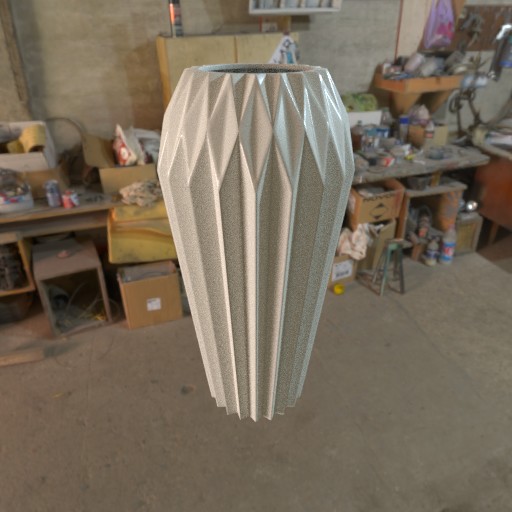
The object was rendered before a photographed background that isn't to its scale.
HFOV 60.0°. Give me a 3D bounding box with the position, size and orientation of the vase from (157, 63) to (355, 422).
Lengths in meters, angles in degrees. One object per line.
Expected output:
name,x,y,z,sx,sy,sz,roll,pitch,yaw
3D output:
vase,0.000,0.000,0.336,0.133,0.263,0.133,0,27,0
